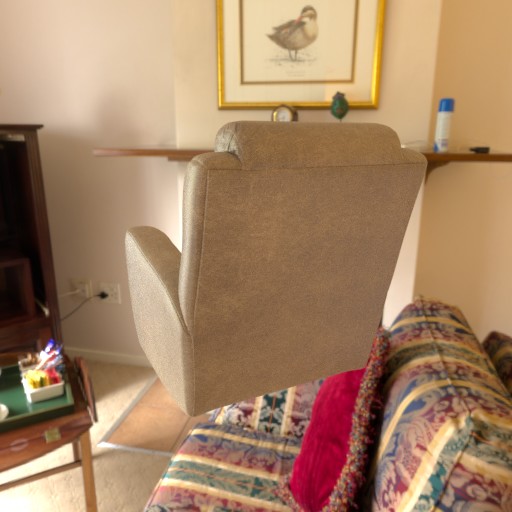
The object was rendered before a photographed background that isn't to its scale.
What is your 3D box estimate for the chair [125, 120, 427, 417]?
[{"bbox_3d":[0.000,0.000,1.960,0.965,1.116,1.068,-8,17,-26],"label":"chair"}]
